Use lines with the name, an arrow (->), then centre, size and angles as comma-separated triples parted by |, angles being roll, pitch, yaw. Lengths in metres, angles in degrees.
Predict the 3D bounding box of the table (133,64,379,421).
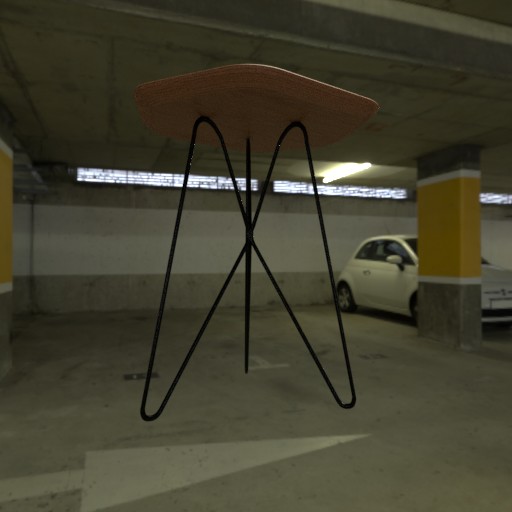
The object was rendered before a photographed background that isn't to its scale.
table -> 0.000, 0.000, 0.886 | 0.500, 0.562, 0.400 | 0, -1, -37
